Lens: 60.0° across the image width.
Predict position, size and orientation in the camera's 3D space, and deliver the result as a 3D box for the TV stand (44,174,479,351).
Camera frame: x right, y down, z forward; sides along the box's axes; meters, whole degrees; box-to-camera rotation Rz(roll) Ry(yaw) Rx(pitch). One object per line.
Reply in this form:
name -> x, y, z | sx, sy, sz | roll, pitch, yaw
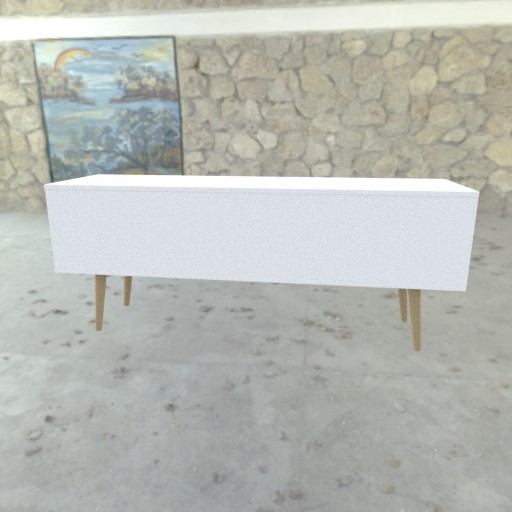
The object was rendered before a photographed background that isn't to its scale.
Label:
TV stand -> 0.000, 0.000, 1.676 | 1.398, 0.560, 0.401 | 2, 16, 8
